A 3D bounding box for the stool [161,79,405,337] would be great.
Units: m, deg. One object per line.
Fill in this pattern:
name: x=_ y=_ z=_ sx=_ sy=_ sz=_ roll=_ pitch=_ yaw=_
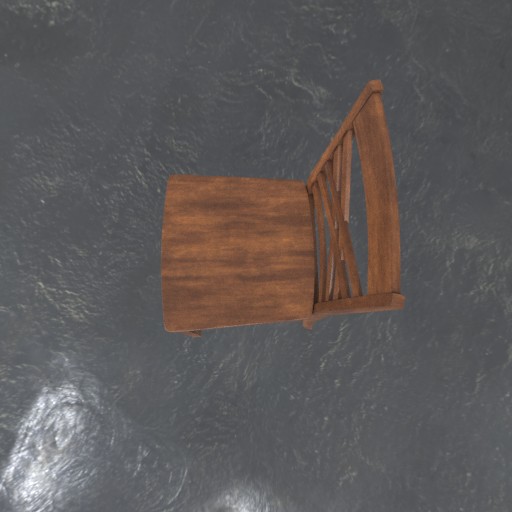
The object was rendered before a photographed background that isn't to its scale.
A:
stool: x=0.000 y=0.000 z=1.356 sx=0.539 sy=1.079 sz=0.462 roll=-1 pitch=76 yaw=0
